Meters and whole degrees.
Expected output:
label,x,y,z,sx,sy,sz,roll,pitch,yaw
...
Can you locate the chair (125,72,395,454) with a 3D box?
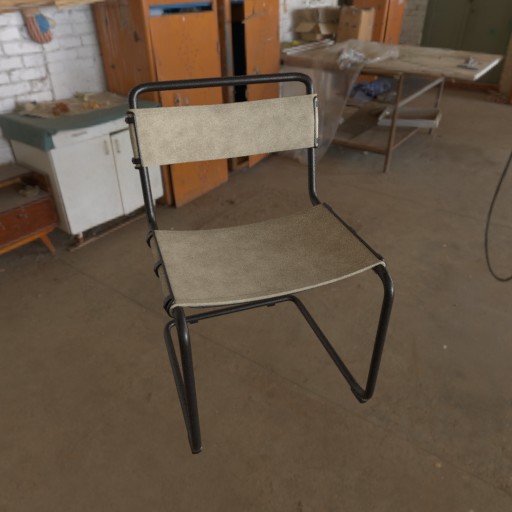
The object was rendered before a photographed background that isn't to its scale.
label,x,y,z,sx,sy,sz,roll,pitch,yaw
chair,0.000,0.000,1.089,0.499,0.747,0.497,-11,34,-16
